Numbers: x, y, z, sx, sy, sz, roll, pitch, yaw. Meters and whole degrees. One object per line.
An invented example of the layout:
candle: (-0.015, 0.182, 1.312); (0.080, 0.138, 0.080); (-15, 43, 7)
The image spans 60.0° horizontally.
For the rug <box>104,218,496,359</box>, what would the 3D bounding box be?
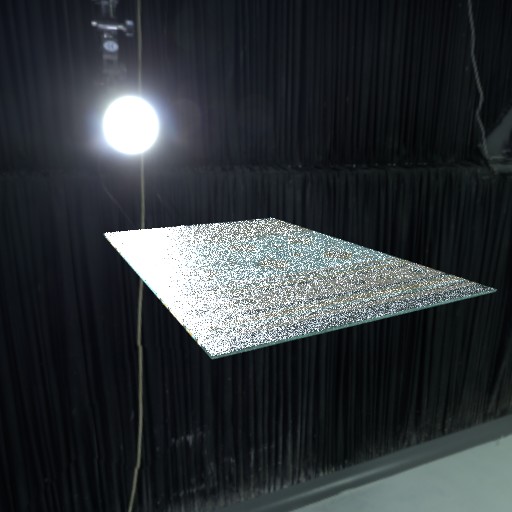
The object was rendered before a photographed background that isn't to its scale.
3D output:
rug: (0.000, 0.000, 2.267); (1.212, 0.010, 1.811); (-8, 17, -26)
